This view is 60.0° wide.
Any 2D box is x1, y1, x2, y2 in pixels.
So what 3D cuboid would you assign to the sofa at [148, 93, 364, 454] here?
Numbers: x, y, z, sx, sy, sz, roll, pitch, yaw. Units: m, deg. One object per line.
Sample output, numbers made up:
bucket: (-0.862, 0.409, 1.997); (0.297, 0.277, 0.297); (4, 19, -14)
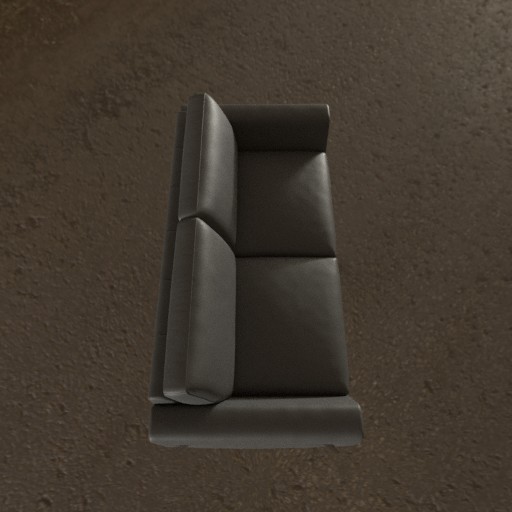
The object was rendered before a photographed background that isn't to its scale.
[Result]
sofa: (0.000, 0.000, 2.528); (0.953, 0.875, 2.017); (0, 63, 0)
